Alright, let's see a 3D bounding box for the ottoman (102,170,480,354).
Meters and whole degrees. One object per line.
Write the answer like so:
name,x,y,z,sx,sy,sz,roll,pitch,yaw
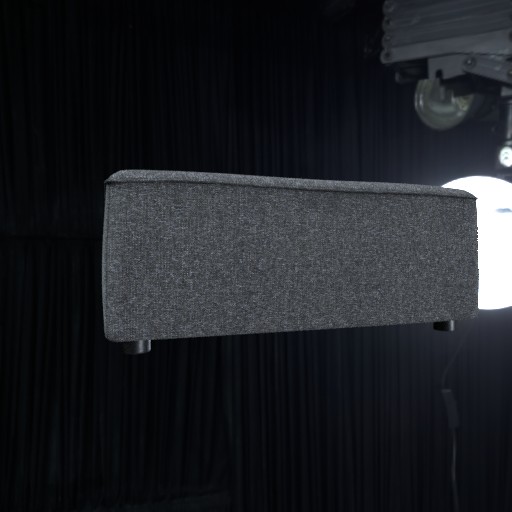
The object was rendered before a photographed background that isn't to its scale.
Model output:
ottoman,0.000,0.000,1.553,1.021,0.423,1.017,0,1,-18
